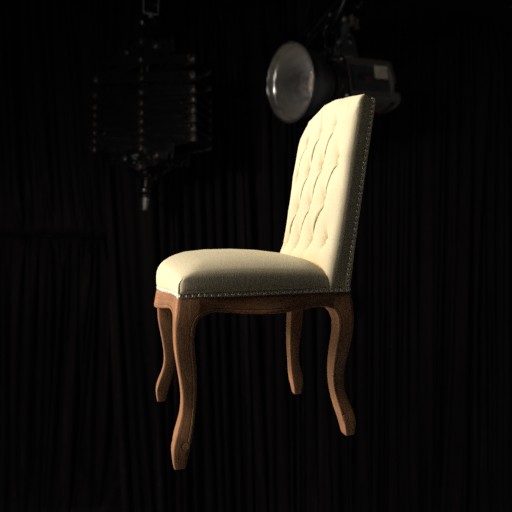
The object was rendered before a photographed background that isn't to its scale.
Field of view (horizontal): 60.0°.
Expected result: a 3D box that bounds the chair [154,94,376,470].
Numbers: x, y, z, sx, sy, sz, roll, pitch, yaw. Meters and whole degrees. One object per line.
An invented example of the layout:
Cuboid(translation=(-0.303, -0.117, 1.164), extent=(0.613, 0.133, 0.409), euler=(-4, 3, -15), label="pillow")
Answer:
Cuboid(translation=(0.000, 0.000, 1.595), extent=(0.715, 1.165, 0.623), euler=(0, 0, -17), label="chair")
